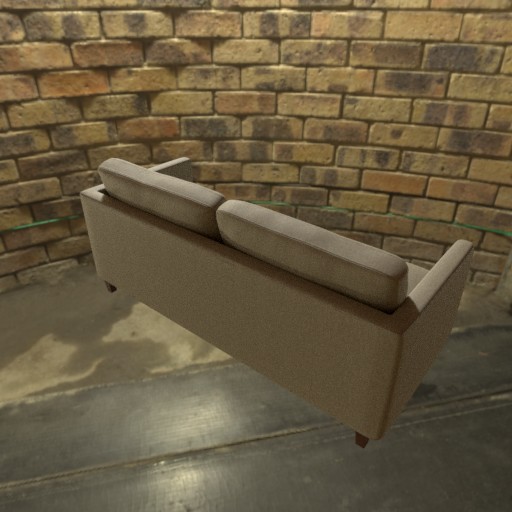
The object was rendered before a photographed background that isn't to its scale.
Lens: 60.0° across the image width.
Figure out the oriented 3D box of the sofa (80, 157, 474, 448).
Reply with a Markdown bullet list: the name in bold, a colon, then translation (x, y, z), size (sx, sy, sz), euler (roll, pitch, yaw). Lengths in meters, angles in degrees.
- **sofa**: translation (0.000, 0.000, 2.698), size (2.208, 0.963, 0.956), euler (23, 38, 33)
